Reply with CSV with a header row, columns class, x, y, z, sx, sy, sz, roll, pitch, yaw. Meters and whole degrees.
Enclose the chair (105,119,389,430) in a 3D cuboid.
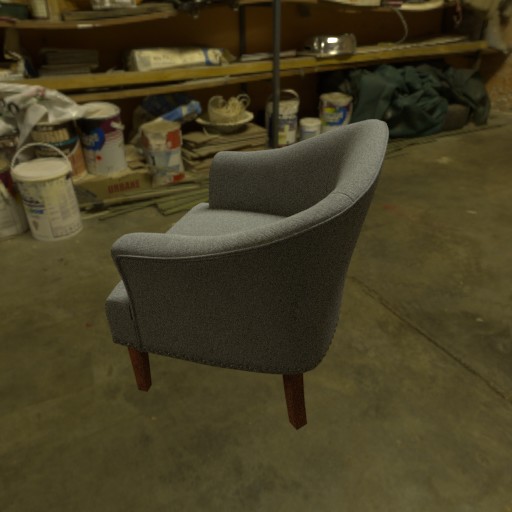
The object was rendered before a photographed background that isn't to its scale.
class,x,y,z,sx,sy,sz,roll,pitch,yaw
chair,0.000,0.000,1.425,0.704,0.815,0.798,9,32,14
